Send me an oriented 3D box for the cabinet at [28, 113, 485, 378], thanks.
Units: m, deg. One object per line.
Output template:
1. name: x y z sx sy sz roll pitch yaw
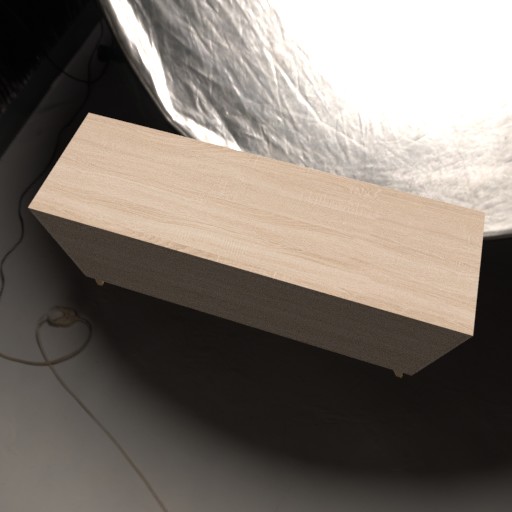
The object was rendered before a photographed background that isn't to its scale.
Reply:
1. cabinet: 0.000 0.000 2.018 1.649 0.780 0.500 16 65 8
